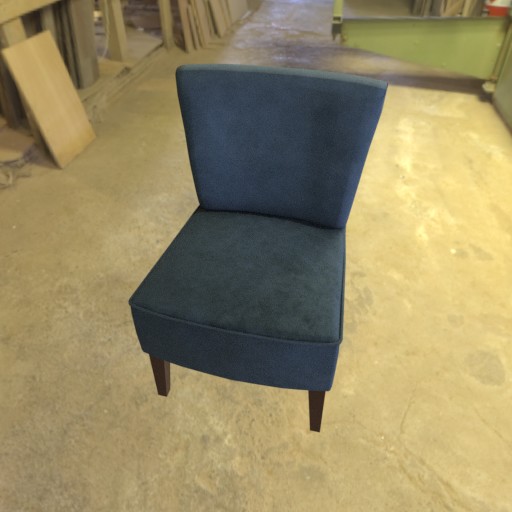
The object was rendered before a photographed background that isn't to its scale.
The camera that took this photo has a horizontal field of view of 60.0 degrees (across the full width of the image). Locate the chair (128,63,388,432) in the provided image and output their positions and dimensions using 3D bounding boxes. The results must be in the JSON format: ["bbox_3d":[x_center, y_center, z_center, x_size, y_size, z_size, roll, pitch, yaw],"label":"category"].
[{"bbox_3d":[0.000,0.000,1.168,0.521,0.806,0.551,9,41,11],"label":"chair"}]
